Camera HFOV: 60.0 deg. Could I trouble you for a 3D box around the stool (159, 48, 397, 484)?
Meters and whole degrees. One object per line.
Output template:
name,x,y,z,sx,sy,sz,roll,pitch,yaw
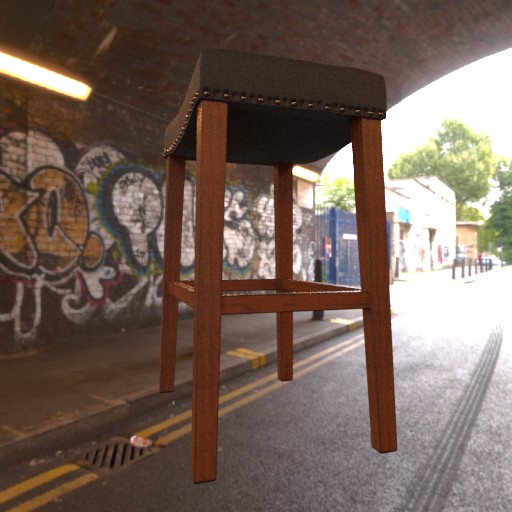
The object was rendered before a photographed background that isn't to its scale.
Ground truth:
stool,0.000,0.000,0.850,0.320,0.612,0.439,0,0,-18
